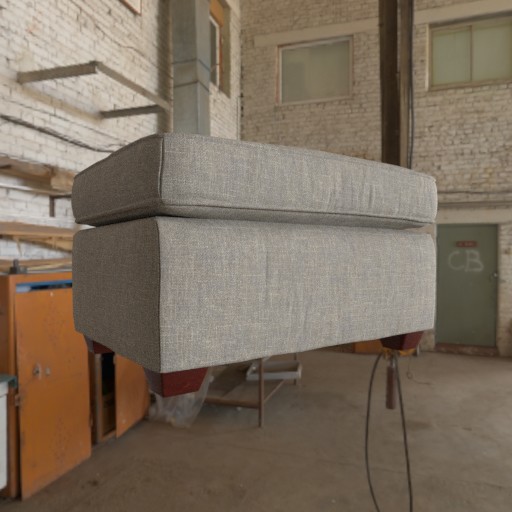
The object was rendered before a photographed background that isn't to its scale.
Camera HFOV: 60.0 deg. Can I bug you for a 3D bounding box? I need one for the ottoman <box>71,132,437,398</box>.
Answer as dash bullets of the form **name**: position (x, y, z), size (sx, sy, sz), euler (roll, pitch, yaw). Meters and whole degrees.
- **ottoman**: position (0.000, 0.000, 1.085), size (0.762, 0.457, 0.559), euler (0, 0, -36)
